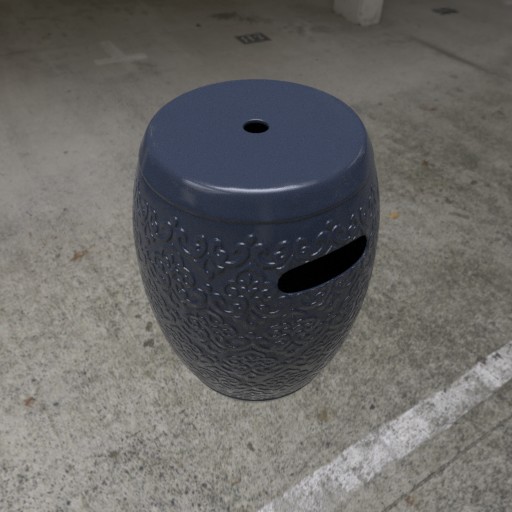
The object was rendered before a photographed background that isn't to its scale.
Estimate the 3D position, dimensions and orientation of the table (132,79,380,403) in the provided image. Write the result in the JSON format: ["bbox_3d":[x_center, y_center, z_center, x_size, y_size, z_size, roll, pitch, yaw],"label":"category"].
[{"bbox_3d":[0.000,0.000,0.608,0.309,0.397,0.309,0,46,0],"label":"table"}]
